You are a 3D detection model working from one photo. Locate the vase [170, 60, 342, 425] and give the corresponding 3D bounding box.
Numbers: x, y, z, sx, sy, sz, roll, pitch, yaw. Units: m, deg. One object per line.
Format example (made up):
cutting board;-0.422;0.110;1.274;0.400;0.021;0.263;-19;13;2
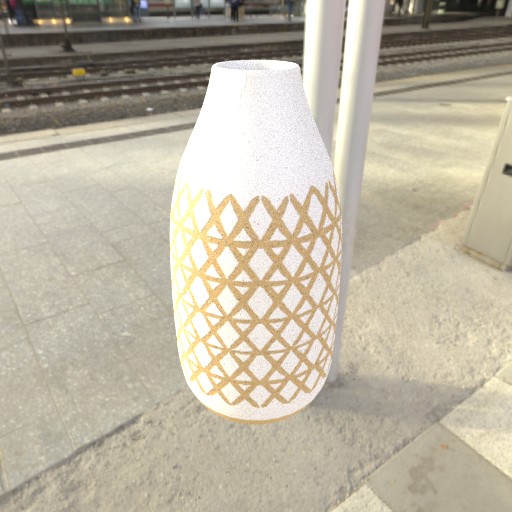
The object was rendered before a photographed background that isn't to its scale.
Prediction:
vase;0.000;0.000;0.477;0.186;0.380;0.186;0;30;0
